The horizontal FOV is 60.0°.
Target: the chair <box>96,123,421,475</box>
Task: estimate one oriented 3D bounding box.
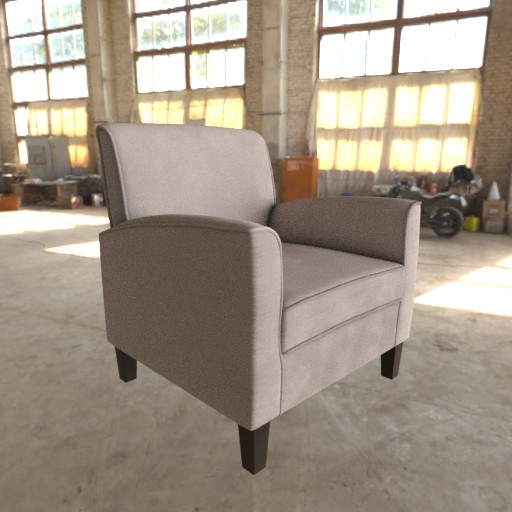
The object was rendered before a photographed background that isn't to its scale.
[{"bbox_3d":[0.000,0.000,1.550,0.820,0.915,0.821,-12,18,-43],"label":"chair"}]
